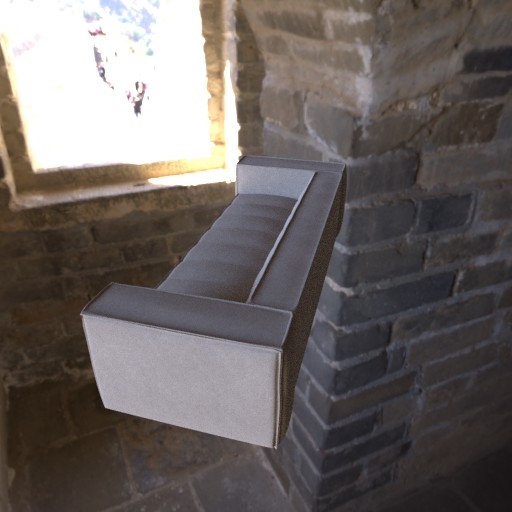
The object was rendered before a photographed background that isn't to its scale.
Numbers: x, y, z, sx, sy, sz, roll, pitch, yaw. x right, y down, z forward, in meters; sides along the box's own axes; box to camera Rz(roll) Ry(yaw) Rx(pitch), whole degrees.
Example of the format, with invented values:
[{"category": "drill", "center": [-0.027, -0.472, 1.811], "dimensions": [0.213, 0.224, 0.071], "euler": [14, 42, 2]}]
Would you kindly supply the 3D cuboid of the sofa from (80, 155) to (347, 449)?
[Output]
[{"category": "sofa", "center": [0.000, 0.000, 3.209], "dimensions": [1.038, 0.680, 2.697], "euler": [8, 30, 14]}]
